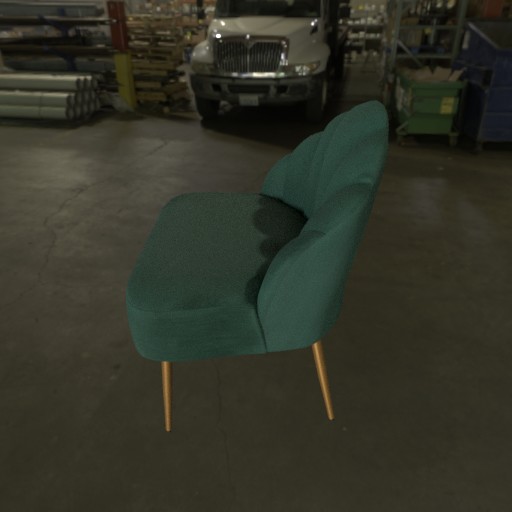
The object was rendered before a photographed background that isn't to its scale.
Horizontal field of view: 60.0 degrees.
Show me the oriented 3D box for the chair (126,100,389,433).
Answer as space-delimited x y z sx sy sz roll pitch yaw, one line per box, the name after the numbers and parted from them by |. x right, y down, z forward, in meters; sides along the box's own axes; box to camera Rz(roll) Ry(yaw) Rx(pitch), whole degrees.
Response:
0.000 0.000 1.228 0.599 0.819 0.657 0 29 0 | chair
